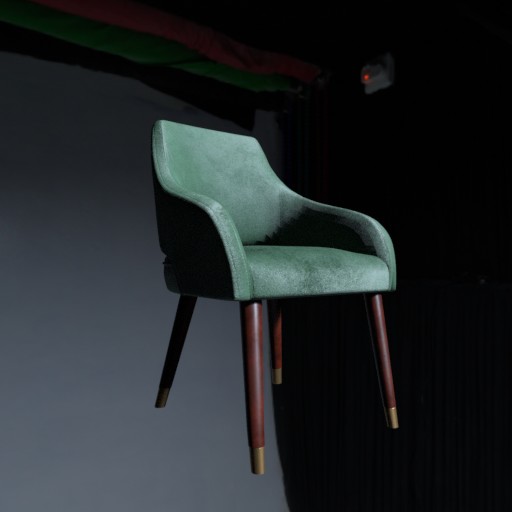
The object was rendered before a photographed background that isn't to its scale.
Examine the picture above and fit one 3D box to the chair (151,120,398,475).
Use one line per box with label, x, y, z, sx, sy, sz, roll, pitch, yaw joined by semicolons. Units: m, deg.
chair;0.000;0.000;1.568;0.683;1.081;0.794;0;-1;-35
